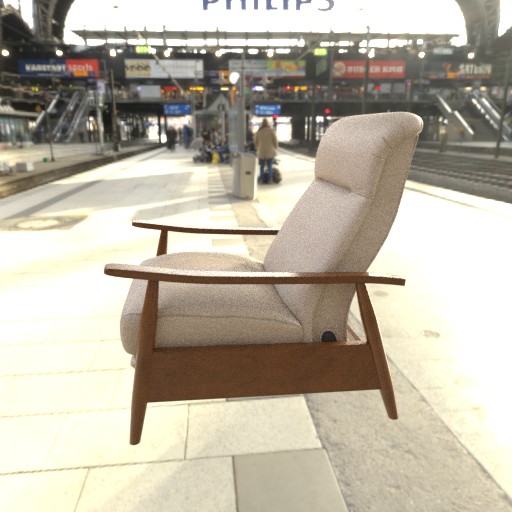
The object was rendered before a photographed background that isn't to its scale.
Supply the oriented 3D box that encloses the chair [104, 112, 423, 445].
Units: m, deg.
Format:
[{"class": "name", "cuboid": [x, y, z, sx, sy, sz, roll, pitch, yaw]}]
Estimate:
[{"class": "chair", "cuboid": [0.000, 0.000, 1.766, 1.030, 1.082, 0.762, -2, 16, -8]}]
